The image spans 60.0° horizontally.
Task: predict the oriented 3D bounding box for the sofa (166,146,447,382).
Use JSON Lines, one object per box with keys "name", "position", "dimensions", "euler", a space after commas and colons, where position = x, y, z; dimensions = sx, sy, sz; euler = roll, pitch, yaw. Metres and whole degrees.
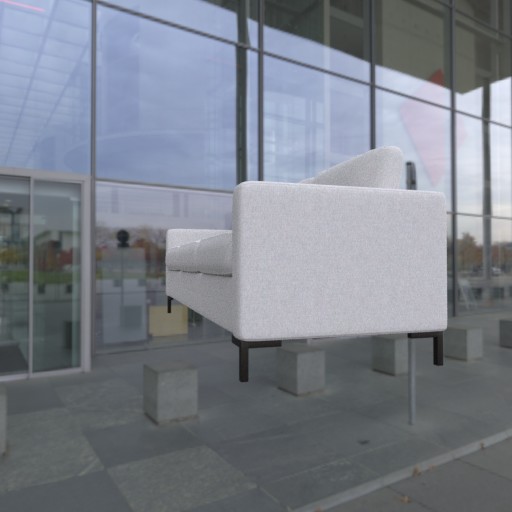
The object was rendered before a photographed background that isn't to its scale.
{"name": "sofa", "position": [0.000, 0.000, 2.624], "dimensions": [0.859, 0.874, 2.218], "euler": [0, -1, -18]}
